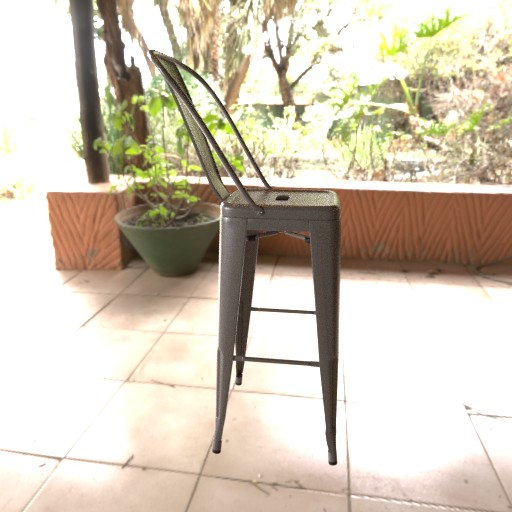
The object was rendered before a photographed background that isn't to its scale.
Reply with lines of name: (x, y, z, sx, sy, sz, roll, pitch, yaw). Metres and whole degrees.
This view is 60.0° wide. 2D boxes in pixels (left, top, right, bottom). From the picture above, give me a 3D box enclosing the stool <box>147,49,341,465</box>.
stool: (0.000, 0.000, 1.290, 0.513, 1.096, 0.399, 2, 17, 8)
